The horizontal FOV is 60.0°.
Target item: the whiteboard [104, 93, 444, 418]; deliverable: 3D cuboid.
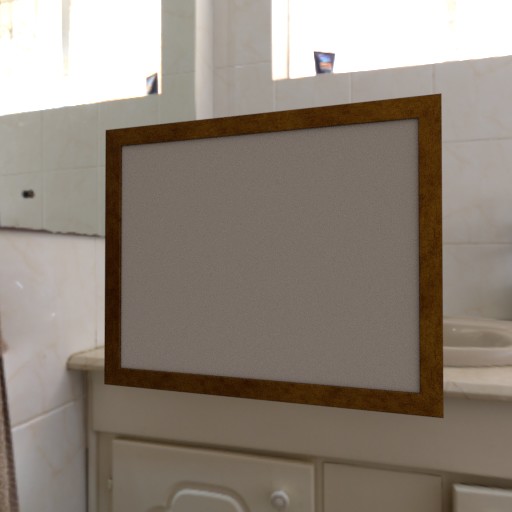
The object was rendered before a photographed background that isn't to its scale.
[{"bbox_3d":[0.000,0.000,0.724,0.561,0.457,0.029,0,-1,18],"label":"whiteboard"}]
